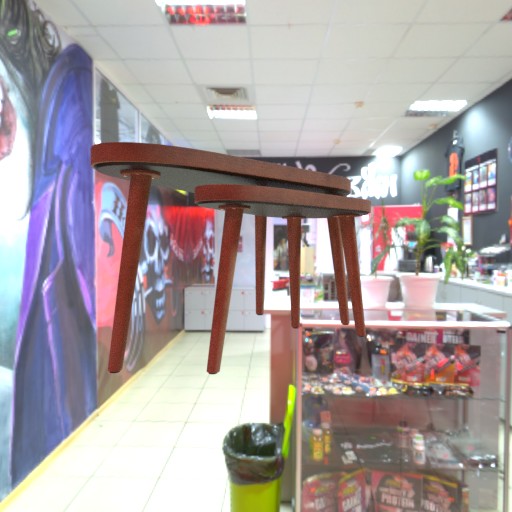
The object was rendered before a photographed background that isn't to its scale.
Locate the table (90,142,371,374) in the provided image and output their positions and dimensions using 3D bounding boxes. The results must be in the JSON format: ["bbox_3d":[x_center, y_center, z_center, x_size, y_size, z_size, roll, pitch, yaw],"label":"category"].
[{"bbox_3d":[0.000,0.000,1.577,0.701,0.595,1.190,1,2,35],"label":"table"}]
